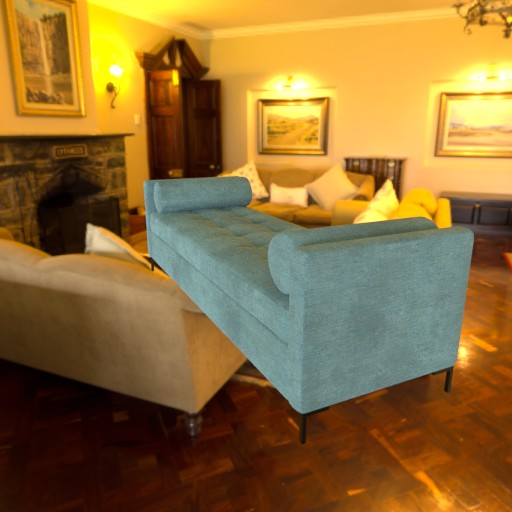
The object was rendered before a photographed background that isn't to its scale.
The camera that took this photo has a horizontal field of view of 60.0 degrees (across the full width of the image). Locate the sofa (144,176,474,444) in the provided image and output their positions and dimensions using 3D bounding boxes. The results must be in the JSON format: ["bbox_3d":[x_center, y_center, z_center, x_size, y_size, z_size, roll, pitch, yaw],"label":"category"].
[{"bbox_3d":[0.000,0.000,2.282,0.686,0.635,1.981,-8,18,-25],"label":"sofa"}]
